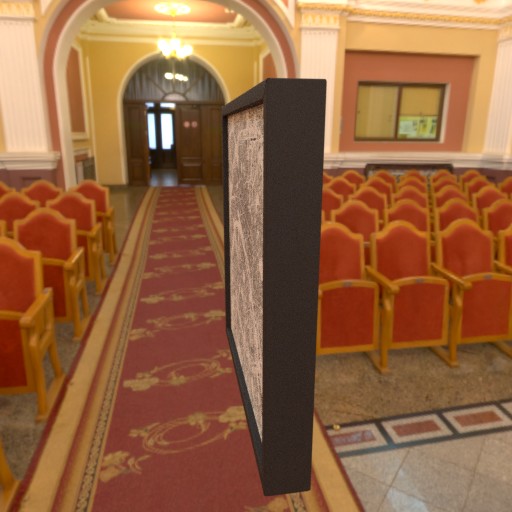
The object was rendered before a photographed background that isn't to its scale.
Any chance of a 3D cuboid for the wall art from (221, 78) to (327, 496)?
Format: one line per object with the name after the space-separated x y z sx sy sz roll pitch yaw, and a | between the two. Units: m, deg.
0.000 0.000 0.452 0.037 0.305 0.305 -3 16 -9 | wall art
